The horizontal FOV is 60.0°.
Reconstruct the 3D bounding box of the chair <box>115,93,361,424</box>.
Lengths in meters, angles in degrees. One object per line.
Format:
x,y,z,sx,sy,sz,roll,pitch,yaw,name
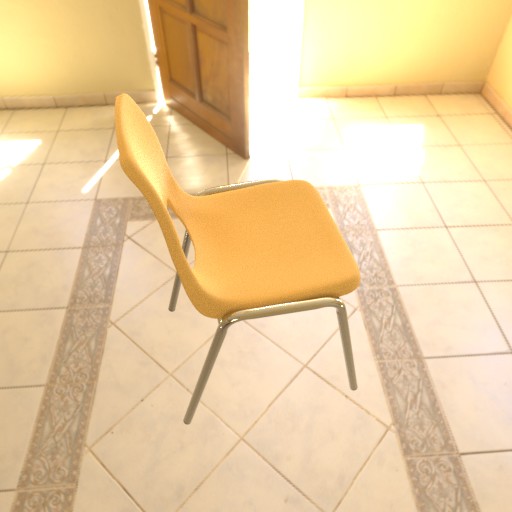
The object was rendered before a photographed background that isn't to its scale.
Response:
0.000,0.000,0.944,0.436,0.704,0.381,-10,48,-9,chair
